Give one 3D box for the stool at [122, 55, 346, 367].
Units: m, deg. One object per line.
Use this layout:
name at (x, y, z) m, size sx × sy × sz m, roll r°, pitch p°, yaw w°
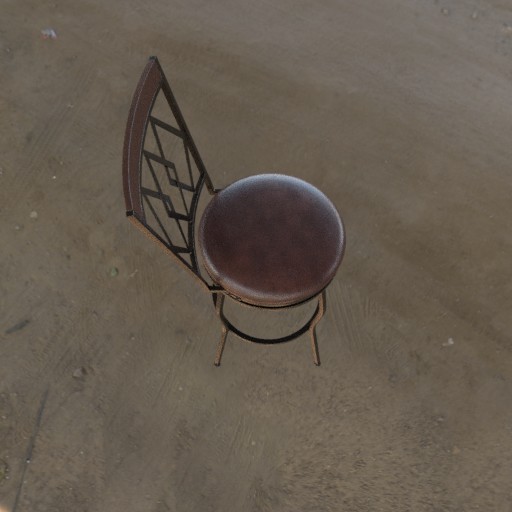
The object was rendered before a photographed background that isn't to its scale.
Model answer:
stool at (0.000, 0.000, 1.381) m, size 0.521 × 1.134 × 0.432 m, roll 0°, pitch 63°, yaw 0°
